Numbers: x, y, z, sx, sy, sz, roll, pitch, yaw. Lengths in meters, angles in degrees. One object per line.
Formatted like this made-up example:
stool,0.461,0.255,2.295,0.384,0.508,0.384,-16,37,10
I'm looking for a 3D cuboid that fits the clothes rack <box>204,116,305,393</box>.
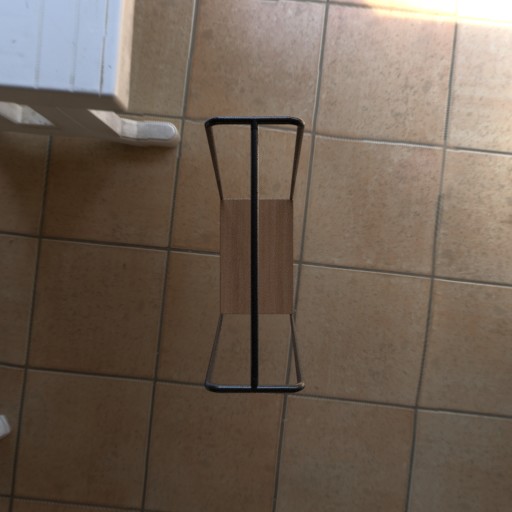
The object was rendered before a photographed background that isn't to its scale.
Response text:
clothes rack,0.000,0.000,1.762,0.400,1.500,0.640,0,90,0
